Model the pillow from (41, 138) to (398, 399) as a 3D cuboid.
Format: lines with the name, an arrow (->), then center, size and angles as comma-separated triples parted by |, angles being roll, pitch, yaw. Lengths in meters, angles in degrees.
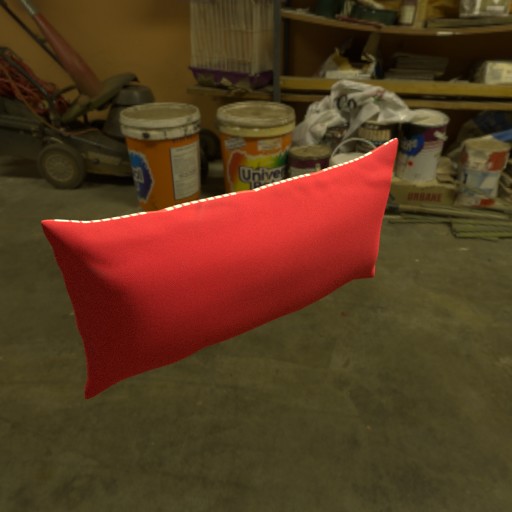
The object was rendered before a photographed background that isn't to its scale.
pillow -> 0.000, 0.000, 0.728 | 0.608, 0.297, 0.151 | -19, 35, -29
